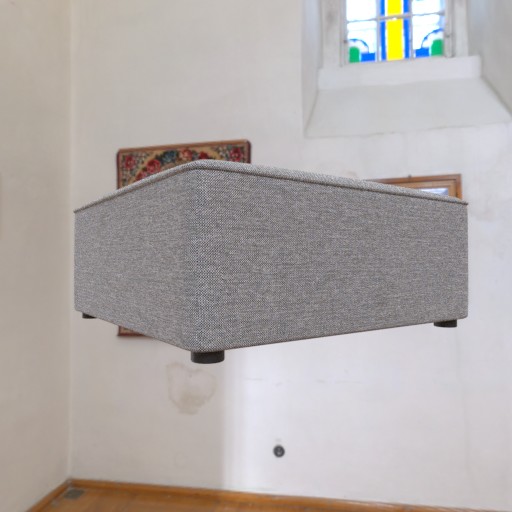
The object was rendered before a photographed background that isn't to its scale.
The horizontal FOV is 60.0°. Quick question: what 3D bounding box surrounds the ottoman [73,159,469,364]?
[{"bbox_3d":[0.000,0.000,1.539,1.005,0.455,1.005,1,-1,-35],"label":"ottoman"}]
